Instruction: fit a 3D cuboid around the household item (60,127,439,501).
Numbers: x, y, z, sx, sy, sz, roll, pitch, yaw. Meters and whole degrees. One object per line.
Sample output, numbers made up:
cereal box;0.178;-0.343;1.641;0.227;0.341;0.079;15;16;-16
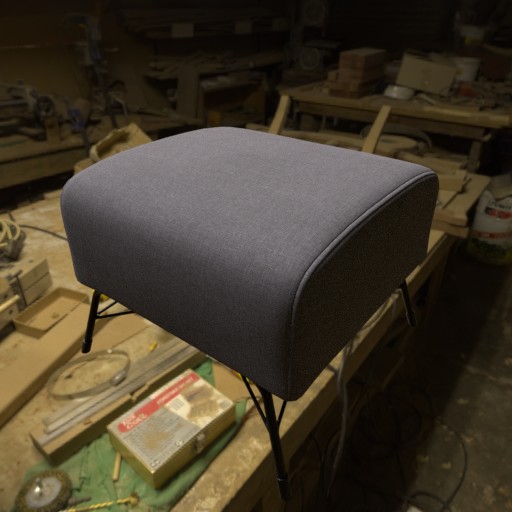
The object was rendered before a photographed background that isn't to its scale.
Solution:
household item;0.000;0.000;0.871;0.530;0.410;0.530;21;36;32
